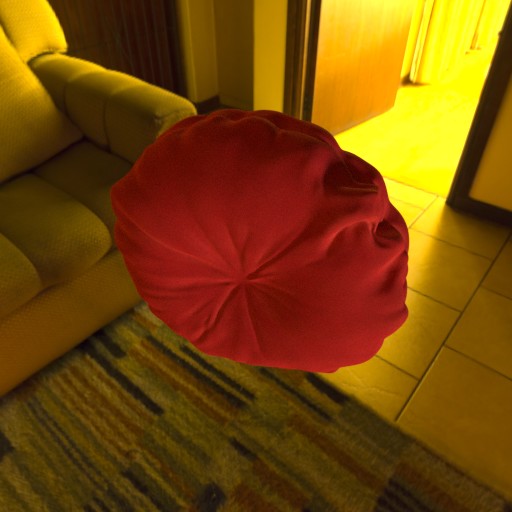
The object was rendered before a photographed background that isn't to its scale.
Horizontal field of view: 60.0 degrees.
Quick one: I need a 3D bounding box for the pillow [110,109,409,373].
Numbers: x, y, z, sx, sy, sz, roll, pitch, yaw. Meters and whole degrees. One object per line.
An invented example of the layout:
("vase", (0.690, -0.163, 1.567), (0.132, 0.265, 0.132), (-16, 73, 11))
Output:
("pillow", (0.000, 0.000, 0.625), (0.428, 0.407, 0.148), (12, 42, 14))
